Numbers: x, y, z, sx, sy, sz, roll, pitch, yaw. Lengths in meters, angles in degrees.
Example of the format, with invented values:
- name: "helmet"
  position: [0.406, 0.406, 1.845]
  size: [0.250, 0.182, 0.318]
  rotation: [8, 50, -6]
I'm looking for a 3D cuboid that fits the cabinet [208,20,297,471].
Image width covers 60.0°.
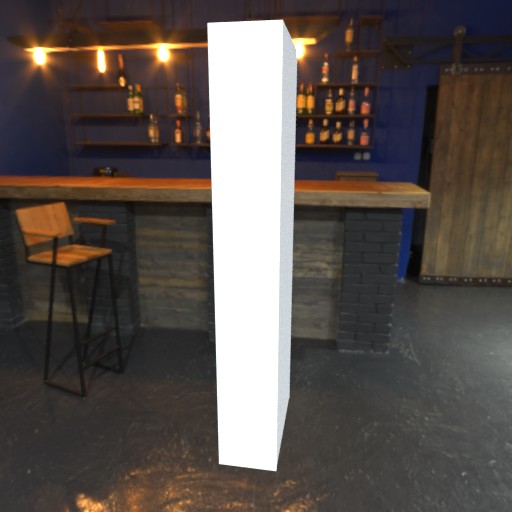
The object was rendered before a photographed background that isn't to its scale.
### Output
- name: "cabinet"
  position: [0.000, 0.000, 1.821]
  size: [0.255, 1.630, 0.520]
  rotation: [3, 16, 10]
